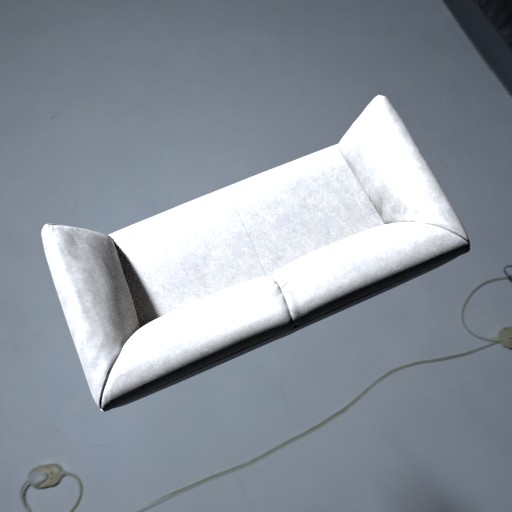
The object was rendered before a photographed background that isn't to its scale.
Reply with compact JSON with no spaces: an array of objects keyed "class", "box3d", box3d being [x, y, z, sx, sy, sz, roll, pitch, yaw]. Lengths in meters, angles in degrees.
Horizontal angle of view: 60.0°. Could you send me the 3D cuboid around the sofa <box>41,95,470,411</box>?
[{"class":"sofa","box3d":[0.000,0.000,2.385,1.878,0.747,0.905,-23,76,-6]}]
